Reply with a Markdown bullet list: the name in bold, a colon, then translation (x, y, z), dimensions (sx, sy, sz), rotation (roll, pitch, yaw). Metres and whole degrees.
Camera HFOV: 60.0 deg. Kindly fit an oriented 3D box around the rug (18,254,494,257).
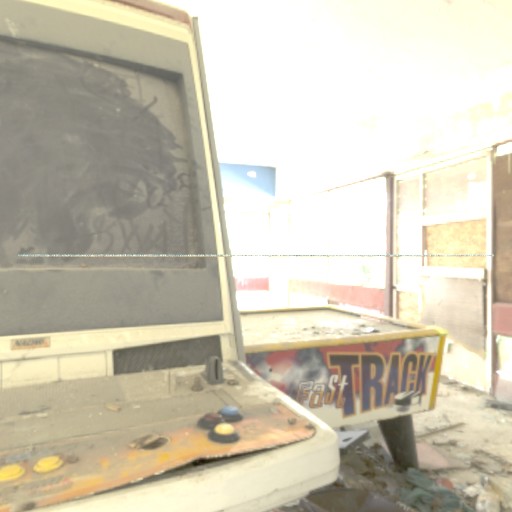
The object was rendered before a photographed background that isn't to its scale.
- **rug**: translation (0.000, 0.000, 2.204), dimensions (1.752, 0.006, 1.142), rotation (0, 0, 0)
